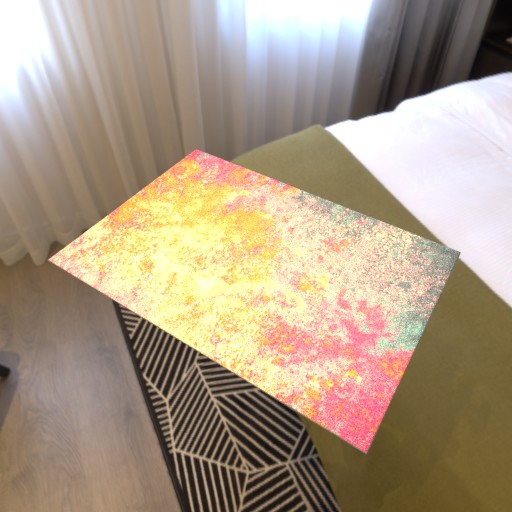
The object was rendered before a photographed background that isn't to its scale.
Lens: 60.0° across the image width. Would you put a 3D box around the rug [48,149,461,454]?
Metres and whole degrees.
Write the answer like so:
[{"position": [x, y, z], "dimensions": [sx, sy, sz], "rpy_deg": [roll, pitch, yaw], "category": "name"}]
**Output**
[{"position": [0.000, 0.000, 3.767], "dimensions": [2.896, 0.013, 2.007], "rpy_deg": [25, 52, 22], "category": "rug"}]
